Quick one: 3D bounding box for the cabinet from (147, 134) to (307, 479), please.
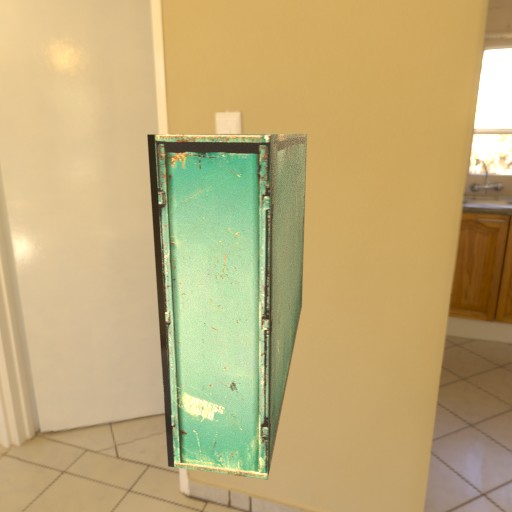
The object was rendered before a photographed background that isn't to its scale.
[{"bbox_3d":[0.000,0.000,4.068,0.680,2.160,3.001,3,16,10],"label":"cabinet"}]
